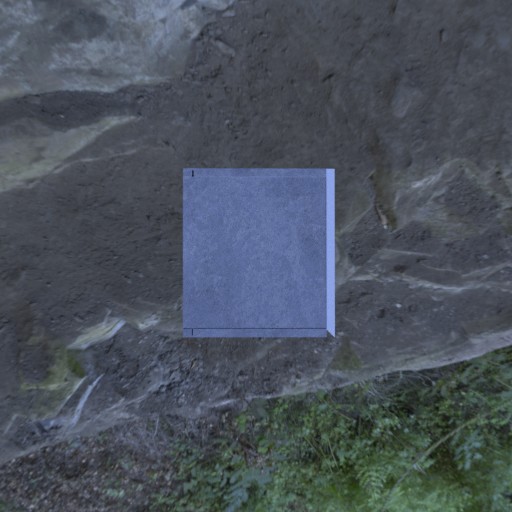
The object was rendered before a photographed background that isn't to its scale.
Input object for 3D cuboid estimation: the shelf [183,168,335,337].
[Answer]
[{"bbox_3d":[0.000,0.000,1.488,0.270,1.400,0.300,0,90,0],"label":"shelf"}]
